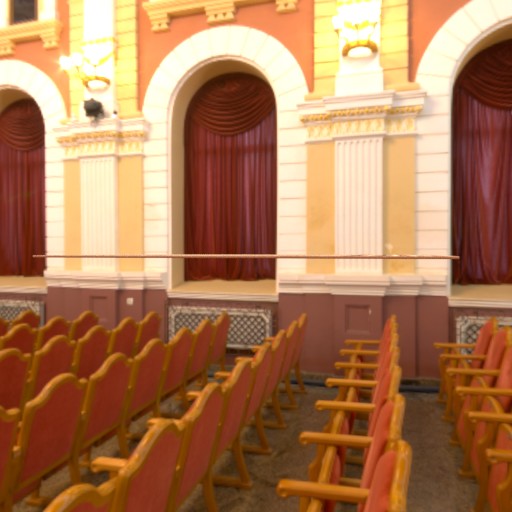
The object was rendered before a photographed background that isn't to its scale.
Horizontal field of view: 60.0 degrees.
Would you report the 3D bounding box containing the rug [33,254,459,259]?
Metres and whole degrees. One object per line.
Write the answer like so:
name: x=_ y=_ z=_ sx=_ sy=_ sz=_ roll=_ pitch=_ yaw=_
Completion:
rug: x=0.000 y=0.000 z=3.124 sx=2.438 sy=0.014 sz=1.523 roll=0 pitch=0 yaw=17
